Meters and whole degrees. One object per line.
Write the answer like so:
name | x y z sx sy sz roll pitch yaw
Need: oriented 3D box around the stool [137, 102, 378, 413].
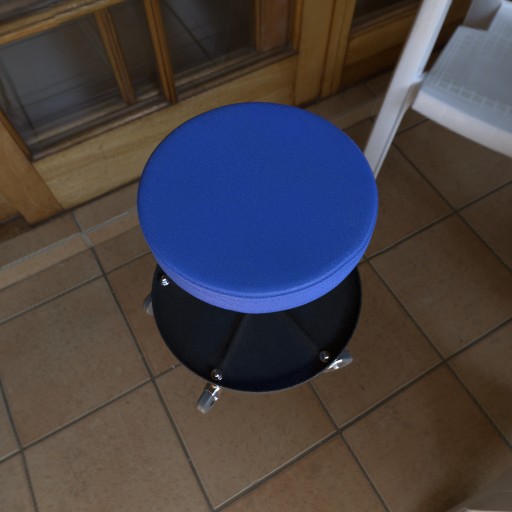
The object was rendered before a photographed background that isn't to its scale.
stool | 0.000 0.000 0.661 0.381 0.365 0.382 -33 67 -16
